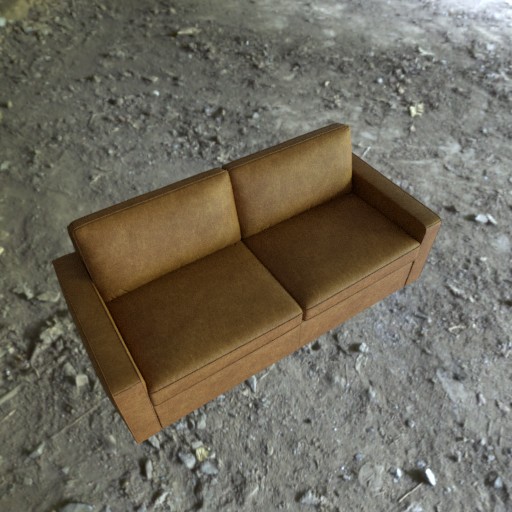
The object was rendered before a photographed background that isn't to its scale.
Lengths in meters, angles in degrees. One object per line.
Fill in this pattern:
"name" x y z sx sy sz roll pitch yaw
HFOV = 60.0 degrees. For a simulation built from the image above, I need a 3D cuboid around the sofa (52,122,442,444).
"sofa" 0.000 0.000 2.677 2.156 0.928 0.991 -25 52 -21
